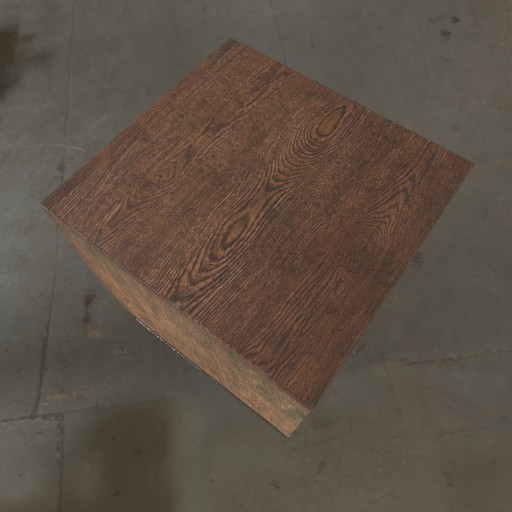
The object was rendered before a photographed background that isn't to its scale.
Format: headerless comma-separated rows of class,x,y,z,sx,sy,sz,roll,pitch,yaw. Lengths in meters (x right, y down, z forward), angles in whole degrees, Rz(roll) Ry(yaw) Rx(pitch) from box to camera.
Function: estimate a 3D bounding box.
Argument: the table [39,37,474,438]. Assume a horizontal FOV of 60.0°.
table,0.000,0.000,1.009,0.566,0.582,0.506,34,68,15
